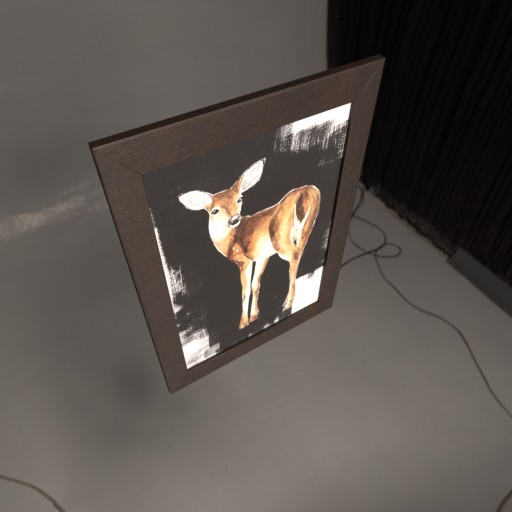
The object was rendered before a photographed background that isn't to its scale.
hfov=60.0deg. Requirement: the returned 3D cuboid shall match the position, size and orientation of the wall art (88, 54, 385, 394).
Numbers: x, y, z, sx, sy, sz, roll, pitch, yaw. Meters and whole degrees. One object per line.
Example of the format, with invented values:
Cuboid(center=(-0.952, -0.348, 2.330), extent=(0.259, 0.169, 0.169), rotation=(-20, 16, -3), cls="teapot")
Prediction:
Cuboid(center=(0.000, 0.000, 0.658), extent=(0.359, 0.508, 0.013), rotation=(-25, 52, -21), cls="wall art")
